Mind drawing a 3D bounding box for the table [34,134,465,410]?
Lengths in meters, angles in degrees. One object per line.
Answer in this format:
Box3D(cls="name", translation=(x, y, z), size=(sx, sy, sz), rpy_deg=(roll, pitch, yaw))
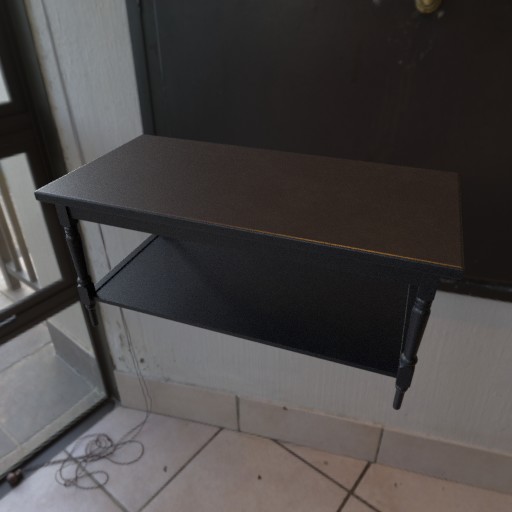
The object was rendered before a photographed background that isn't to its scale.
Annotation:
Box3D(cls="table", translation=(0.000, 0.000, 1.416), size=(1.107, 0.510, 0.550), rpy_deg=(11, 34, 17))
